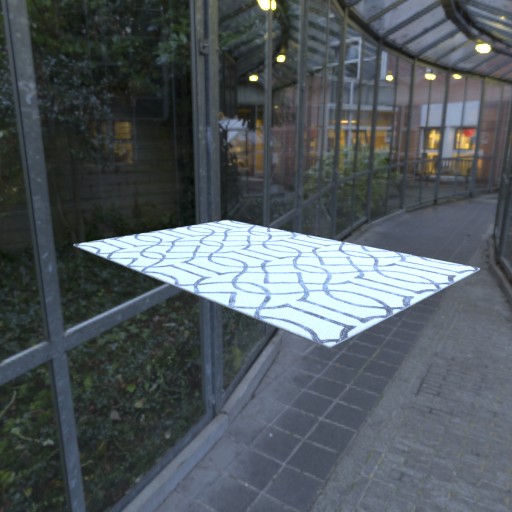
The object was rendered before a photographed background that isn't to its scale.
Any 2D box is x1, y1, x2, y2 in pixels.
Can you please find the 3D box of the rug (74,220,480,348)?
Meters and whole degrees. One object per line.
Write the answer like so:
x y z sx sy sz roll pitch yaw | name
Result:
0.000 0.000 3.007 1.521 0.017 2.365 -14 20 -42 | rug
